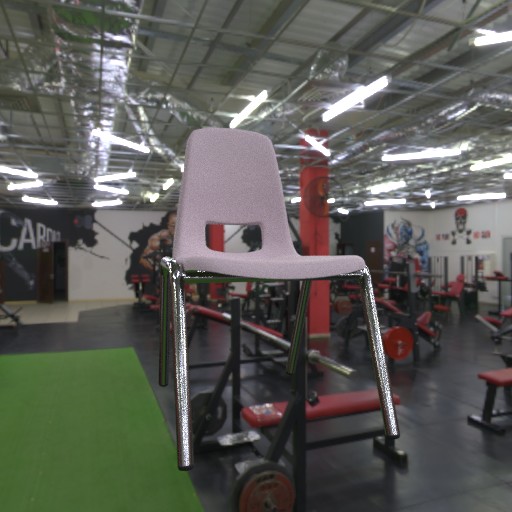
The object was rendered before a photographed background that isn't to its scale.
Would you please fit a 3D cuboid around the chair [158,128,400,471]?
[{"bbox_3d":[0.000,0.000,0.847,0.354,0.586,0.423,0,1,-18],"label":"chair"}]
